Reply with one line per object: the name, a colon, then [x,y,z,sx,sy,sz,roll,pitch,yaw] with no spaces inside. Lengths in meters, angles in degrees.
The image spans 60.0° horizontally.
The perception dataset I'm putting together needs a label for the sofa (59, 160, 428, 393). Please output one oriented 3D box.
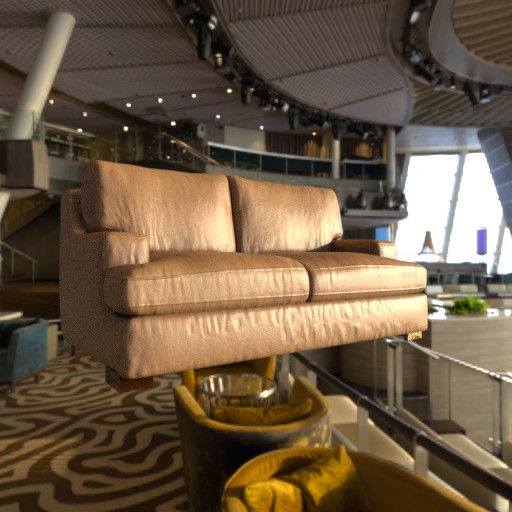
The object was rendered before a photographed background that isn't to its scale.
sofa: [0.000,0.000,2.435,1.855,0.980,0.962,0,0,-35]
